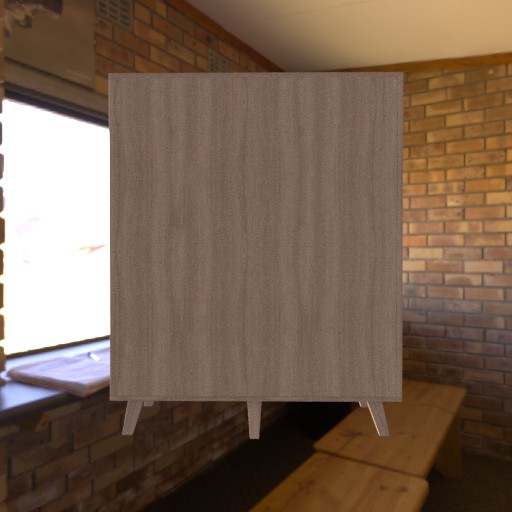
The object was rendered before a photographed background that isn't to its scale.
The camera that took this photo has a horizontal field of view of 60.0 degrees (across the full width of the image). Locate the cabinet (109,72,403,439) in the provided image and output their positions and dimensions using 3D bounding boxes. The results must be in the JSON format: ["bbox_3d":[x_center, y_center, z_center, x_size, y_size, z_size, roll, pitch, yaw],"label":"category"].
[{"bbox_3d":[0.000,0.000,1.876,1.111,1.388,0.398,0,1,1],"label":"cabinet"}]
